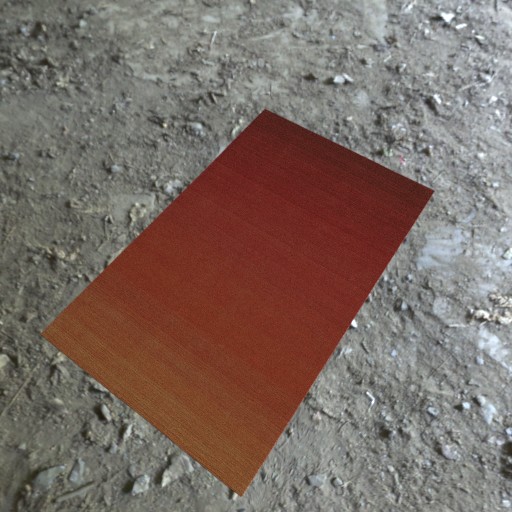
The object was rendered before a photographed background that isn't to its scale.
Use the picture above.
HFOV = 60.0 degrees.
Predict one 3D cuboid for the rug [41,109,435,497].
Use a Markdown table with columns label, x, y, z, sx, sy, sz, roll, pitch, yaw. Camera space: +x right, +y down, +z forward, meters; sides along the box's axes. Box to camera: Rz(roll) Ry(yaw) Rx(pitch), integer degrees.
| label | x | y | z | sx | sy | sz | roll | pitch | yaw |
| --- | --- | --- | --- | --- | --- | --- | --- | --- | --- |
| rug | 0.000 | 0.000 | 3.002 | 1.531 | 0.010 | 2.442 | 31 | 64 | 17 |
